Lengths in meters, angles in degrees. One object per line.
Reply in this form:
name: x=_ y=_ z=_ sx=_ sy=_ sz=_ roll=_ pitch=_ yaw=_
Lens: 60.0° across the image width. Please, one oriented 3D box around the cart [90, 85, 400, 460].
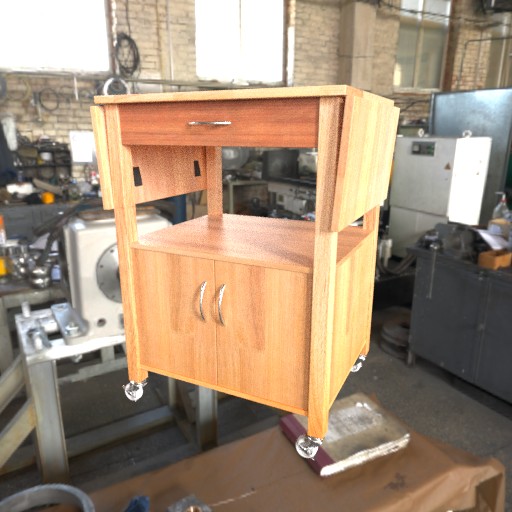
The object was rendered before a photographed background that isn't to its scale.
cart: x=0.000 y=0.000 z=1.250 sx=0.640 sy=0.838 sz=0.508 roll=8 pitch=17 yaw=25
